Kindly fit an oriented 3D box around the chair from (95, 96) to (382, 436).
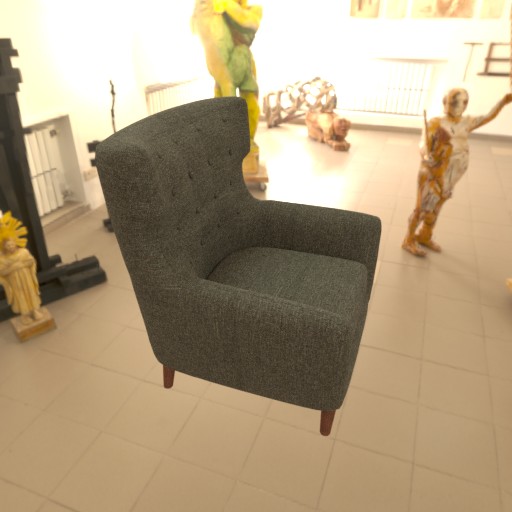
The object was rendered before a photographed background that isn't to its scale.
[{"bbox_3d":[0.000,0.000,1.780,0.904,1.063,0.878,10,32,18],"label":"chair"}]
